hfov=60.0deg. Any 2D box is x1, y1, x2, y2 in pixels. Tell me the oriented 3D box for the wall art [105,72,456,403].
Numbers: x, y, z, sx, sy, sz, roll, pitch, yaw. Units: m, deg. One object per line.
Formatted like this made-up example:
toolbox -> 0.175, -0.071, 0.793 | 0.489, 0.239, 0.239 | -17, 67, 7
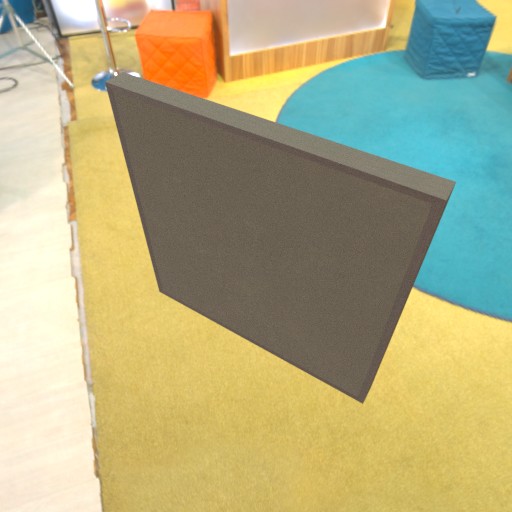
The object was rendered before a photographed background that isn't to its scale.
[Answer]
wall art -> 0.000, 0.000, 0.765 | 0.508, 0.506, 0.038 | 25, 52, 21
